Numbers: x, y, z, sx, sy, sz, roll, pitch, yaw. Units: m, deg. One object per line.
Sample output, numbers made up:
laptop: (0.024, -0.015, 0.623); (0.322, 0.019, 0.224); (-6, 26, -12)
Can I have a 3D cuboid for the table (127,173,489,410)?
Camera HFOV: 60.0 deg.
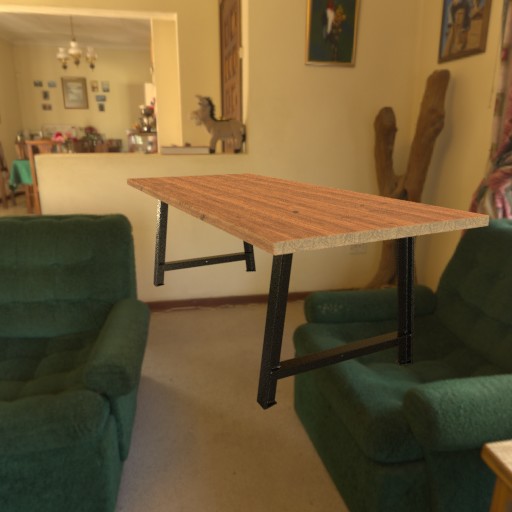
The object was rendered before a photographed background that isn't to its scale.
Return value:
table: (0.000, 0.000, 2.615); (1.000, 0.757, 2.200); (-8, 17, -26)
